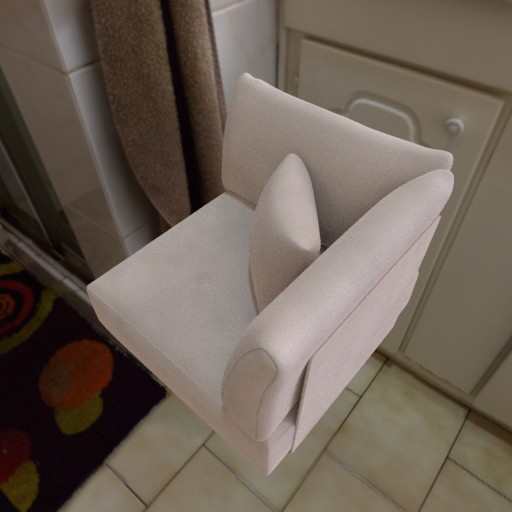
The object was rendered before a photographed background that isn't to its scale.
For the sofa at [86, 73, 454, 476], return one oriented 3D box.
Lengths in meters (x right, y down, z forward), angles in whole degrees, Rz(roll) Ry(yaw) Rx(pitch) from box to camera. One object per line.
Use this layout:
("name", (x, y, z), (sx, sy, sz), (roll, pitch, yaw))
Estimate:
("sofa", (0.000, 0.000, 1.678), (1.000, 0.820, 1.000), (33, 55, 27))
